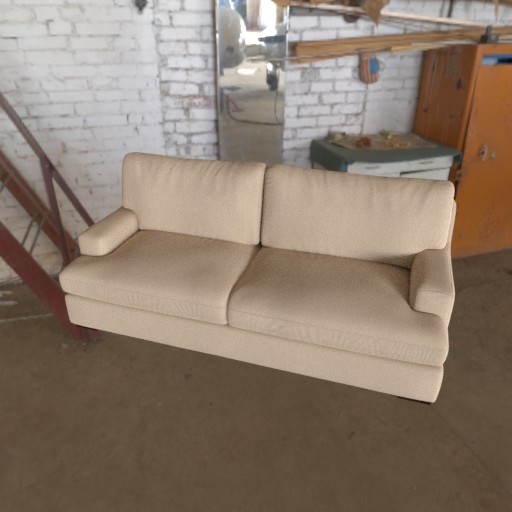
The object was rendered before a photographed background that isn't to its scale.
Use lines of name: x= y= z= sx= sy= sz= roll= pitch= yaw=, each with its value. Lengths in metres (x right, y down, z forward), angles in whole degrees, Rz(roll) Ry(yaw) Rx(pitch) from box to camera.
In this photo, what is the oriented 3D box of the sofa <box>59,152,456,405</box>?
sofa: x=0.000 y=0.000 z=2.596 sx=2.147 sy=0.925 sz=0.929 roll=9 pitch=29 yaw=16
